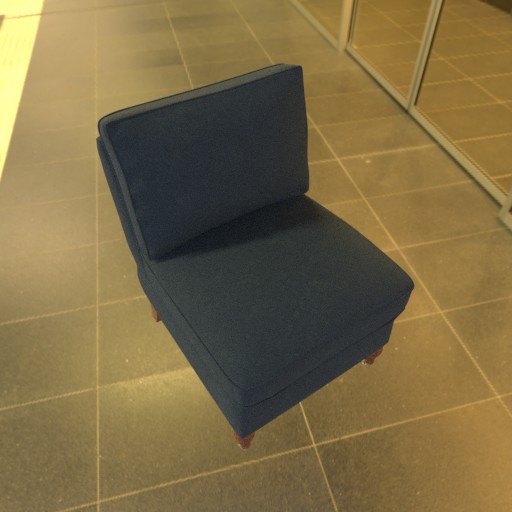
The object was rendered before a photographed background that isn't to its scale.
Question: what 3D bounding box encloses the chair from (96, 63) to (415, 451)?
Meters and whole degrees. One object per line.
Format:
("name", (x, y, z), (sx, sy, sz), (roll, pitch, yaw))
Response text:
("chair", (0.000, 0.000, 1.600), (0.724, 1.052, 0.912), (-26, 51, -23))
